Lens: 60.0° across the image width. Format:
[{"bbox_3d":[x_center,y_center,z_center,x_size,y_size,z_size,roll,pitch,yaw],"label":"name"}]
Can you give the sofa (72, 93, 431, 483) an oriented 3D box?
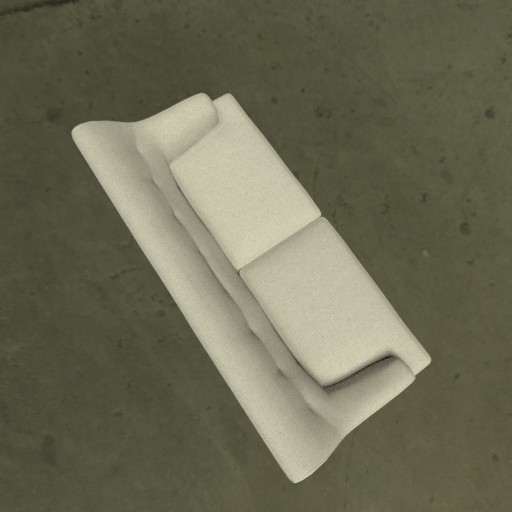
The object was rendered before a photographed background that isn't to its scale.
[{"bbox_3d":[0.000,0.000,2.498,0.978,0.871,2.057,-33,78,-8],"label":"sofa"}]
